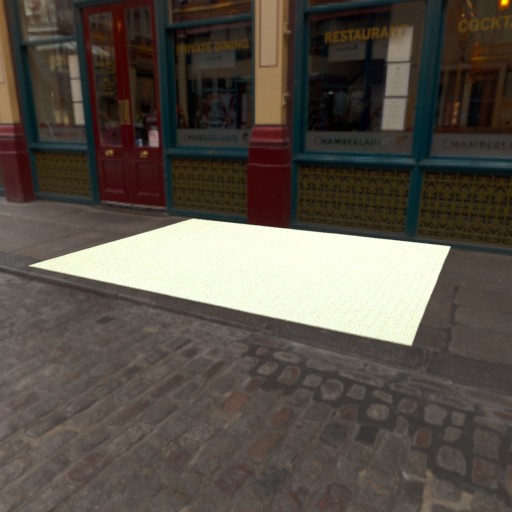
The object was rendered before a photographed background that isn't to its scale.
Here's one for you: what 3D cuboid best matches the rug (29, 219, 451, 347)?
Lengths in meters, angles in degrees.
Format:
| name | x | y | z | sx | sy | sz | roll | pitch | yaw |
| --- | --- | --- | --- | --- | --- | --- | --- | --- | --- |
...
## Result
| name | x | y | z | sx | sy | sz | roll | pitch | yaw |
| --- | --- | --- | --- | --- | --- | --- | --- | --- | --- |
| rug | 0.000 | 0.000 | 4.176 | 3.204 | 0.016 | 2.452 | 8 | 18 | 27 |
